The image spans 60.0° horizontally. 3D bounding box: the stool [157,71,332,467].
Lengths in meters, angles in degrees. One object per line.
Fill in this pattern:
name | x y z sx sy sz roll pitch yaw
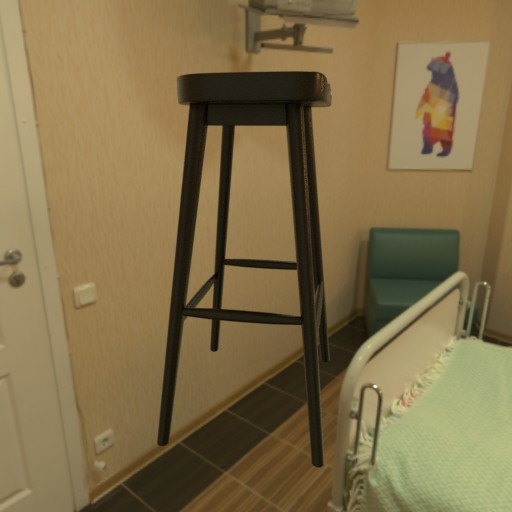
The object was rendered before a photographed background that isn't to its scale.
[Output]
stool | 0.000 0.000 1.020 0.361 0.749 0.440 3 18 10
